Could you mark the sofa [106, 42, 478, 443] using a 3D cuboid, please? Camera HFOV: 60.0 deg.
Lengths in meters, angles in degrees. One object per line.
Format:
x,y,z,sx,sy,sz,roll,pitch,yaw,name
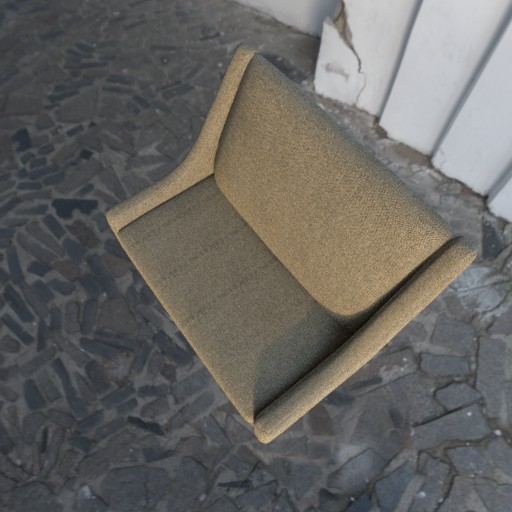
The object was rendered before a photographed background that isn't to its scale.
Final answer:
0.000,0.000,1.921,0.870,1.021,1.242,-34,68,-16,sofa
